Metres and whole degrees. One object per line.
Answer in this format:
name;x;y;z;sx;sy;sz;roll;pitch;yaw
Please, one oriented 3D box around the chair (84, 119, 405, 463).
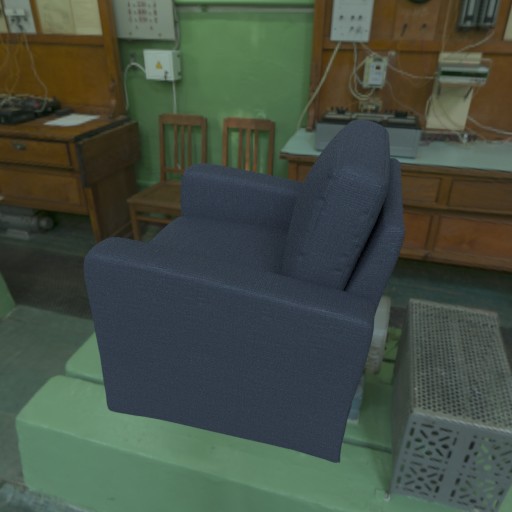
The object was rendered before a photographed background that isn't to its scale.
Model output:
chair;0.000;0.000;1.486;0.863;0.855;0.798;8;31;13
